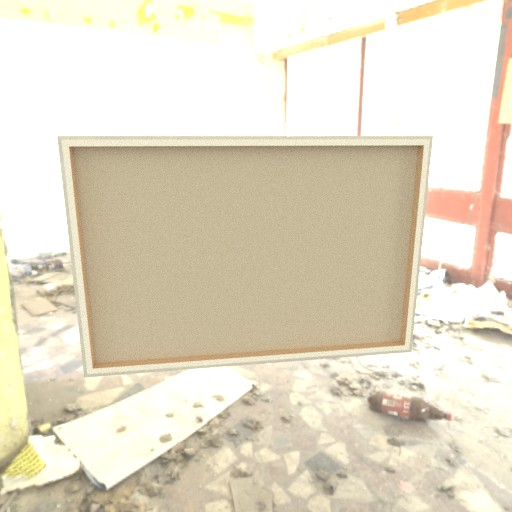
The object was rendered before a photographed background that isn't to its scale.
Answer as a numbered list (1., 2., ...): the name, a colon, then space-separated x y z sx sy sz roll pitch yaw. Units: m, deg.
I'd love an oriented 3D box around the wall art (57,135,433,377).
1. wall art: 0.000 0.000 1.166 0.915 0.610 0.038 -2 15 -9
